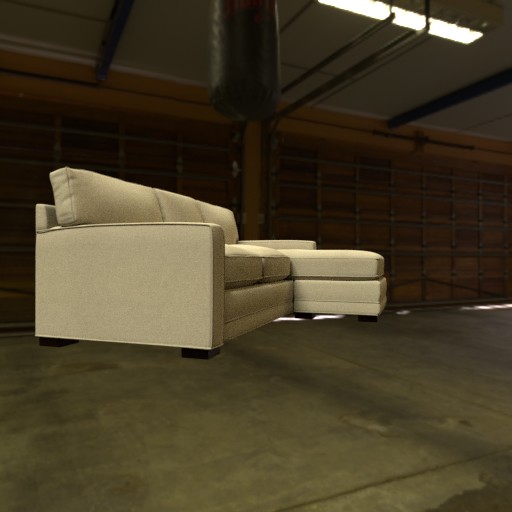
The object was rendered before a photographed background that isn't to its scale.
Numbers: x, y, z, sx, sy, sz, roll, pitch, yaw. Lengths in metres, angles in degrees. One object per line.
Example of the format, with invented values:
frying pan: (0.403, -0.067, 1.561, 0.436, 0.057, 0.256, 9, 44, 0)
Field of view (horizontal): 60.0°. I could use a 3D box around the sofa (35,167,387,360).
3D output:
sofa: (0.000, 0.000, 2.831, 1.496, 0.861, 2.087, 0, 0, 19)
